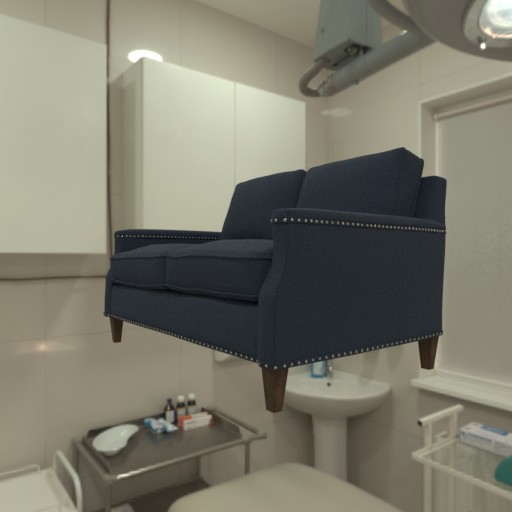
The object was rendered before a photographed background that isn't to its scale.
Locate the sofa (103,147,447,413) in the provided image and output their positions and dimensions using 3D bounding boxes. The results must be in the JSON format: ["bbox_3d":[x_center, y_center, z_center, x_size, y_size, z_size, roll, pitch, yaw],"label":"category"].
[{"bbox_3d":[0.000,0.000,2.303,1.084,1.003,1.597,0,0,-37],"label":"sofa"}]
